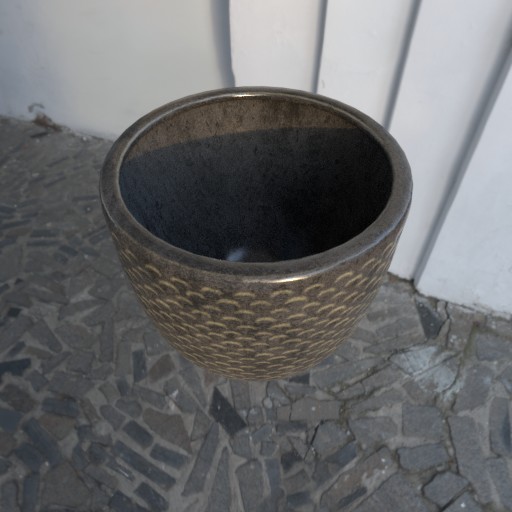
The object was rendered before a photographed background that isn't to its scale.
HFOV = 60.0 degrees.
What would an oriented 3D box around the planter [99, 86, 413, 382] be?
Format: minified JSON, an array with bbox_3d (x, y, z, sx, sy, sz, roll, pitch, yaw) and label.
[{"bbox_3d":[0.000,0.000,0.304,0.172,0.160,0.172,0,48,0],"label":"planter"}]
